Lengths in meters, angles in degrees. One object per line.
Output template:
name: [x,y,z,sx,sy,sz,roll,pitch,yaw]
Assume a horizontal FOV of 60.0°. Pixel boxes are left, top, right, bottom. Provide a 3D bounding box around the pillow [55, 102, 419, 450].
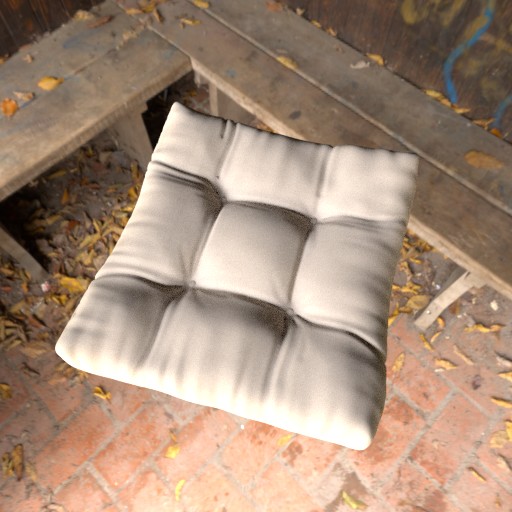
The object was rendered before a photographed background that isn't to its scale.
pillow: [0.000,0.000,0.723,0.468,0.128,0.490,14,65,7]
